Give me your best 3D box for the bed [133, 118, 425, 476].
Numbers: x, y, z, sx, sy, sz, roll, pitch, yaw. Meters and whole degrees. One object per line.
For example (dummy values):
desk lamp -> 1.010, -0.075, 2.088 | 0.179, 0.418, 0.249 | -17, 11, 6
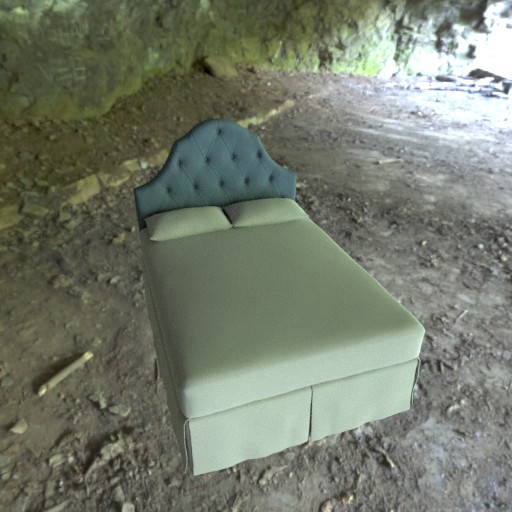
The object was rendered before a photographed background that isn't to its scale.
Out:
bed -> 0.000, 0.000, 3.312 | 1.636, 1.575, 2.155 | -10, 31, -16
